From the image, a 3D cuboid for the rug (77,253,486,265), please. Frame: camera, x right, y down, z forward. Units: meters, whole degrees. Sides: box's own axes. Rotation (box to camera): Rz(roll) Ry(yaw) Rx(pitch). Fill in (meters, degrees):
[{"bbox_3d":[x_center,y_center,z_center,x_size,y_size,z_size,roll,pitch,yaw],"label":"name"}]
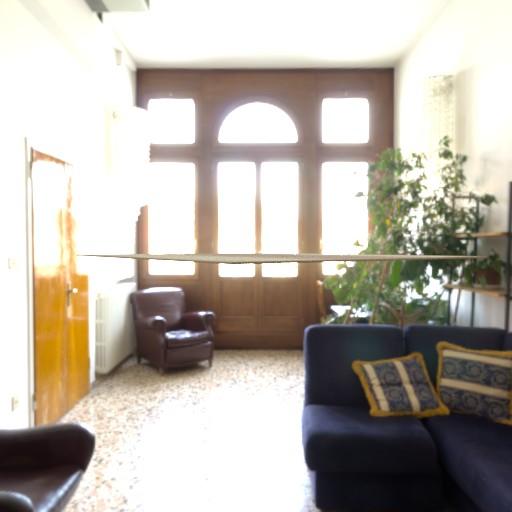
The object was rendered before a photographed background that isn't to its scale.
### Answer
[{"bbox_3d":[0.000,0.000,4.103,2.438,0.013,3.048,-1,1,-36],"label":"rug"}]
